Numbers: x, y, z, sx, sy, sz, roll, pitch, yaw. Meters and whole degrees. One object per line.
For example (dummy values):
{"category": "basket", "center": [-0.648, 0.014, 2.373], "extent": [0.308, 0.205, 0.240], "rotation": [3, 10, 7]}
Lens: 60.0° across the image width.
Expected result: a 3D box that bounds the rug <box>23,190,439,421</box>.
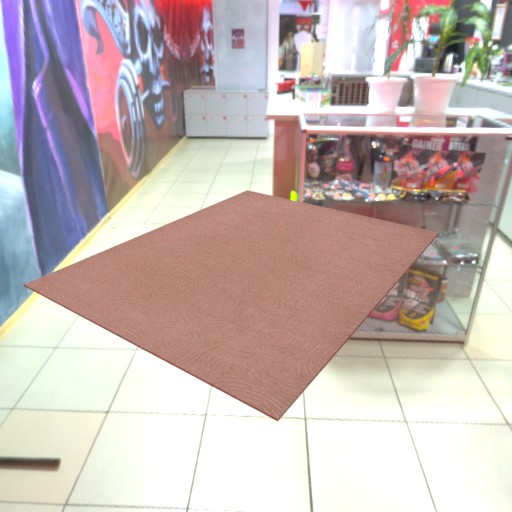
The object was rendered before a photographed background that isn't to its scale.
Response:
{"category": "rug", "center": [0.000, 0.000, 3.437], "extent": [2.073, 0.011, 2.584], "rotation": [17, 31, 31]}
